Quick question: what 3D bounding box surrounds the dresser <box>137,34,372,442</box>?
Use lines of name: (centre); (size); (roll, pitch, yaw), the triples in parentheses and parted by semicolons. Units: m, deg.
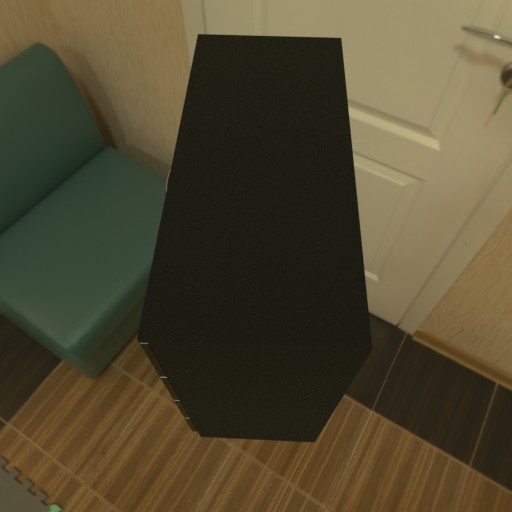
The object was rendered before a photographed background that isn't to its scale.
dresser: (0.000, 0.000, 1.127); (0.360, 0.720, 0.750); (2, 58, 1)
